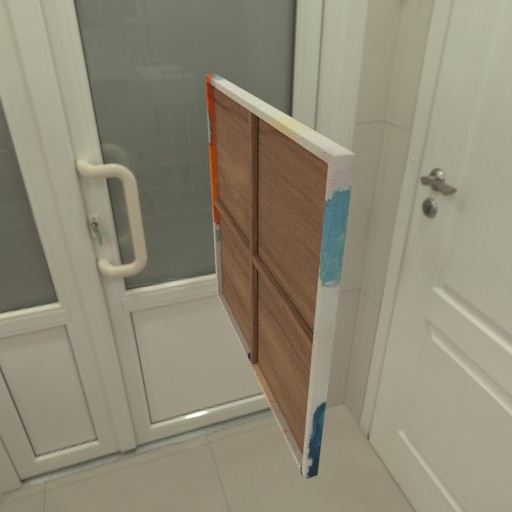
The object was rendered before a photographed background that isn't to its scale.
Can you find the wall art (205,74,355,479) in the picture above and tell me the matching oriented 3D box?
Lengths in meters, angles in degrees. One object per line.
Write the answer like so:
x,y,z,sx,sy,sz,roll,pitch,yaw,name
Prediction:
0.000,0.000,1.211,0.037,0.814,0.814,-10,32,-17,wall art
